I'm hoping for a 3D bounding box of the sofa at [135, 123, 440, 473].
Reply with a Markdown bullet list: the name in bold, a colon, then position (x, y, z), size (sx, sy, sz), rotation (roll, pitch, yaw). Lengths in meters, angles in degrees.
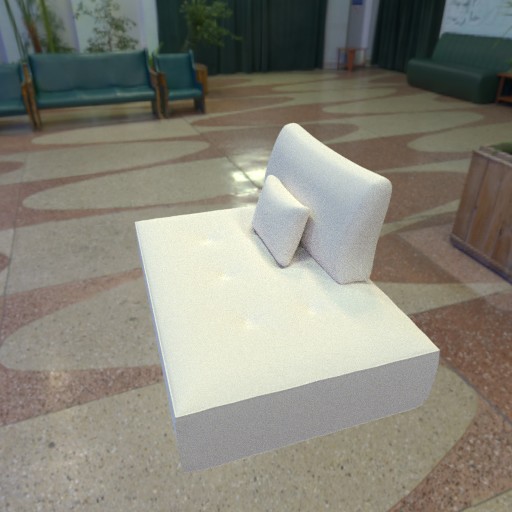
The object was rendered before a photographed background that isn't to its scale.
- **sofa**: position (0.000, 0.000, 2.042), size (1.000, 0.820, 1.450), rotation (-9, 32, -16)
